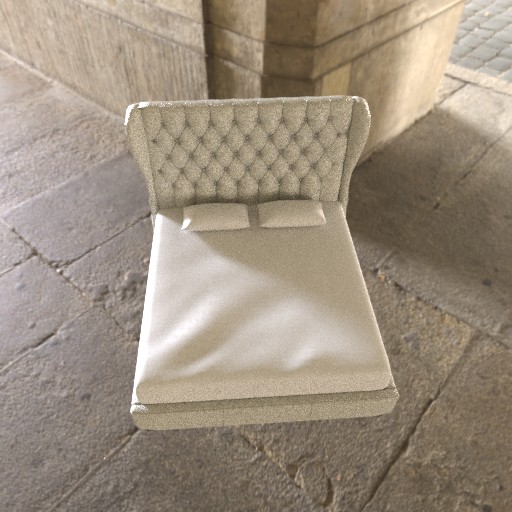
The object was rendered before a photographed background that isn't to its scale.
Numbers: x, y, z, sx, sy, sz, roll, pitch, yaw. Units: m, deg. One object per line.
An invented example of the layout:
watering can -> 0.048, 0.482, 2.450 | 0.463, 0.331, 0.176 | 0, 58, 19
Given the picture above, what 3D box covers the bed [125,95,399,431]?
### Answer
bed -> 0.000, 0.000, 3.905 | 2.219, 1.771, 2.347 | -3, 47, -3
